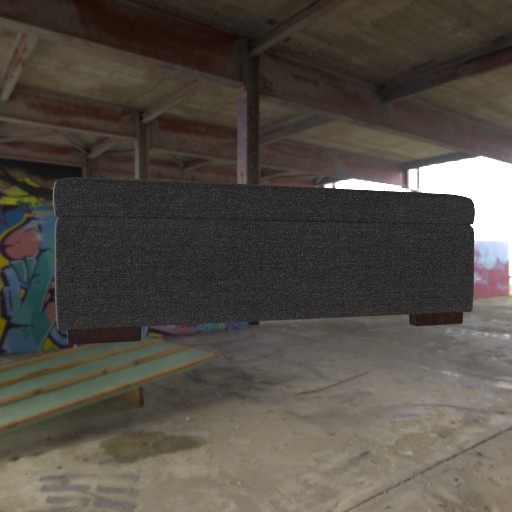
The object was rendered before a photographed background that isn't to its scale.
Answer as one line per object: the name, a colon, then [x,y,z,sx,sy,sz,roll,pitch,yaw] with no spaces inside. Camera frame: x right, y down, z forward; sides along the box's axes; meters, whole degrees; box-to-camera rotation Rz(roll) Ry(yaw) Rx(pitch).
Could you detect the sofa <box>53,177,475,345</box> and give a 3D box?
sofa: [0.000,0.000,1.570,1.198,0.417,0.782,0,0,-16]
